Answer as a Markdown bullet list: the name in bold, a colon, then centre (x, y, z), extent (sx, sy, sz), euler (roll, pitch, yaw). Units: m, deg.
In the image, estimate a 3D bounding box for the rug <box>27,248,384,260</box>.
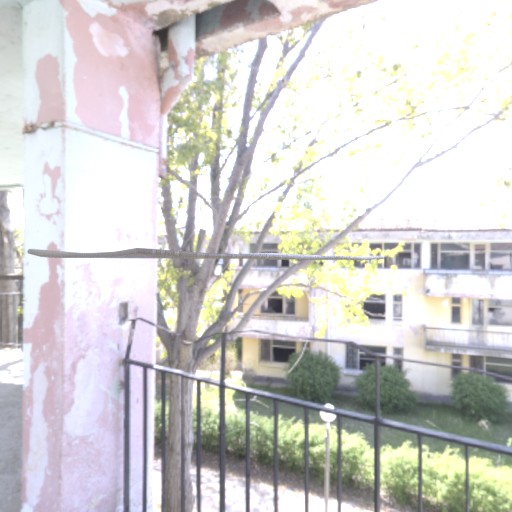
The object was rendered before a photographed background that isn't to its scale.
- **rug**: centre (0.000, 0.000, 2.721), extent (0.752, 0.051, 2.452), euler (0, -1, 35)
